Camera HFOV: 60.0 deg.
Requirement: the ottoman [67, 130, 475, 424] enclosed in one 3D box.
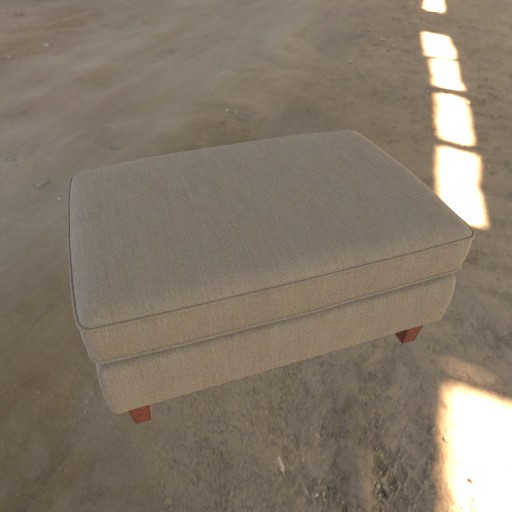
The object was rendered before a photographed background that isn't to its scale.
[{"bbox_3d":[0.000,0.000,1.281,0.941,0.480,0.636,-13,42,-14],"label":"ottoman"}]
